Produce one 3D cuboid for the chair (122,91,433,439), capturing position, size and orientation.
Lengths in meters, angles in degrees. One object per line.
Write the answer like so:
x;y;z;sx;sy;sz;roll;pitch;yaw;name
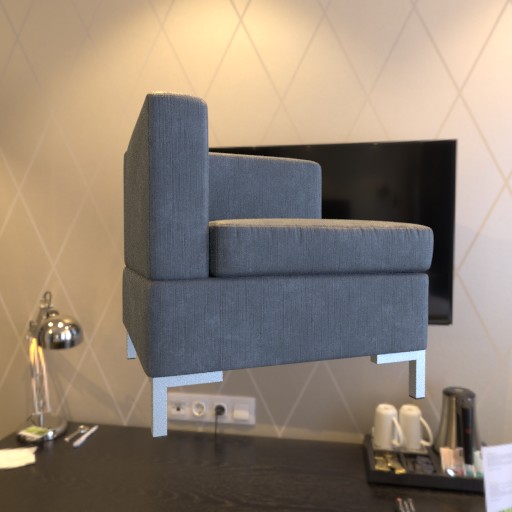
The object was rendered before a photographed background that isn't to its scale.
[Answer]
0.000;0.000;1.225;0.680;0.660;0.680;-1;1;-20;chair
